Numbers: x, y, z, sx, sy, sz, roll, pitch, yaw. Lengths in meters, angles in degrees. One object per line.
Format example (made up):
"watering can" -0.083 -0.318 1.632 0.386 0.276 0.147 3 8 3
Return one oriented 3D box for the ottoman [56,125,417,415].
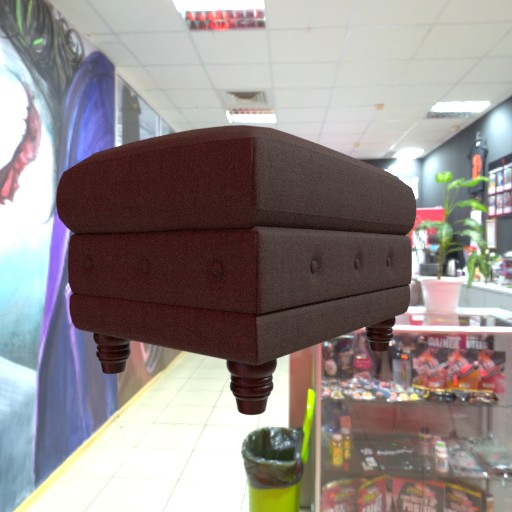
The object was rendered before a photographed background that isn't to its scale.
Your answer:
"ottoman" 0.000 0.000 1.177 0.599 0.555 0.809 1 1 37
